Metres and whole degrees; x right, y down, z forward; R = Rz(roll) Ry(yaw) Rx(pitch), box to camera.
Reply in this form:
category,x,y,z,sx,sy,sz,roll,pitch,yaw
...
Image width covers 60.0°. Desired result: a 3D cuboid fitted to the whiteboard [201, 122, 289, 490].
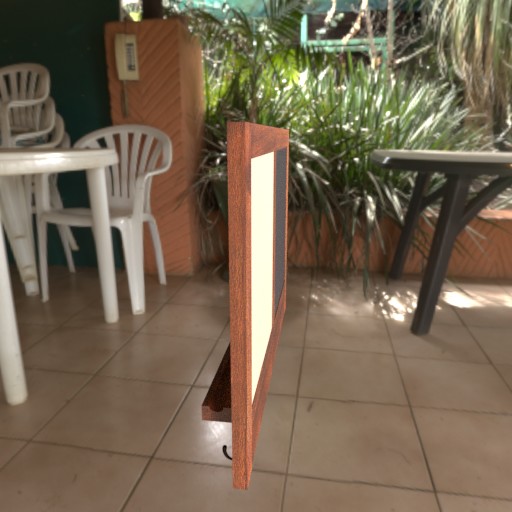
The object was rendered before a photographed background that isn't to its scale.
category,x,y,z,sx,sy,sz,roll,pitch,yaw
whiteboard,0.000,0.000,0.994,0.083,0.553,0.768,2,15,8
